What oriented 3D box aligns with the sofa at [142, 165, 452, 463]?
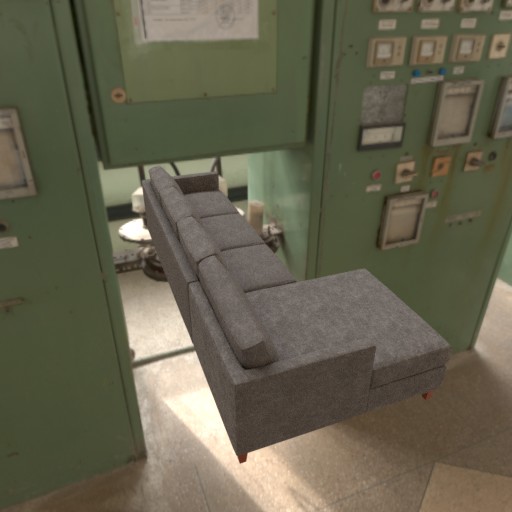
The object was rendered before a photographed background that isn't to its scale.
[{"bbox_3d":[0.000,0.000,4.200,1.606,0.954,3.471,-11,32,-18],"label":"sofa"}]
